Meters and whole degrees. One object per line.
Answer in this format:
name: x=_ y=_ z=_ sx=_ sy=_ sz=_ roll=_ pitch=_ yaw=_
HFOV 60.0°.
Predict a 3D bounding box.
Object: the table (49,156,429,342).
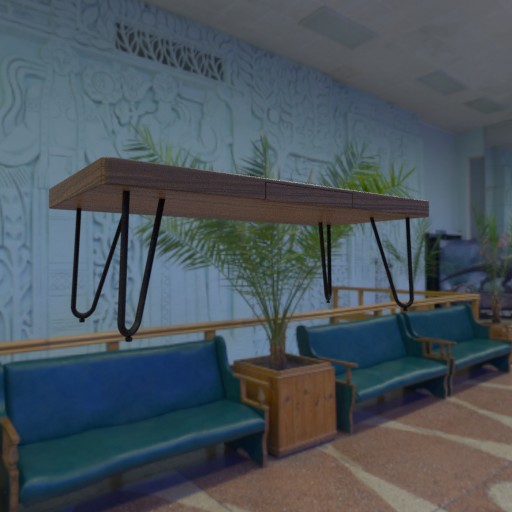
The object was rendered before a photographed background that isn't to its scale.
table: x=0.000 y=0.000 z=1.724 sx=1.375 sy=0.468 sz=0.637 roll=0 pitch=-1 yaw=-36
